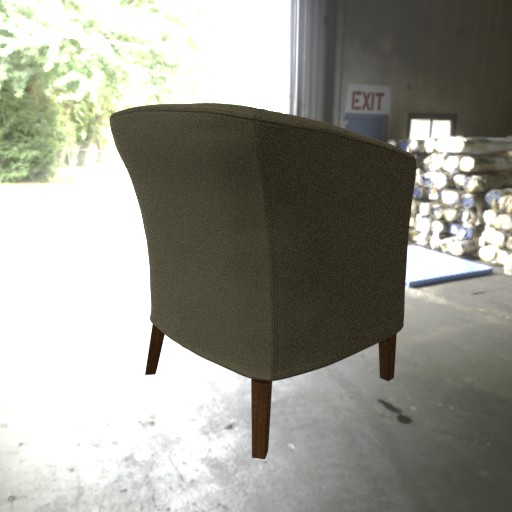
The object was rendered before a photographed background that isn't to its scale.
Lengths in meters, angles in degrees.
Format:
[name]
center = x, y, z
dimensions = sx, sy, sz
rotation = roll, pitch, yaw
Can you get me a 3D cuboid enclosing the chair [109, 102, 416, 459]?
[chair]
center = 0.000, 0.000, 1.240
dimensions = 0.668, 0.771, 0.600
rotation = -13, 19, -40
